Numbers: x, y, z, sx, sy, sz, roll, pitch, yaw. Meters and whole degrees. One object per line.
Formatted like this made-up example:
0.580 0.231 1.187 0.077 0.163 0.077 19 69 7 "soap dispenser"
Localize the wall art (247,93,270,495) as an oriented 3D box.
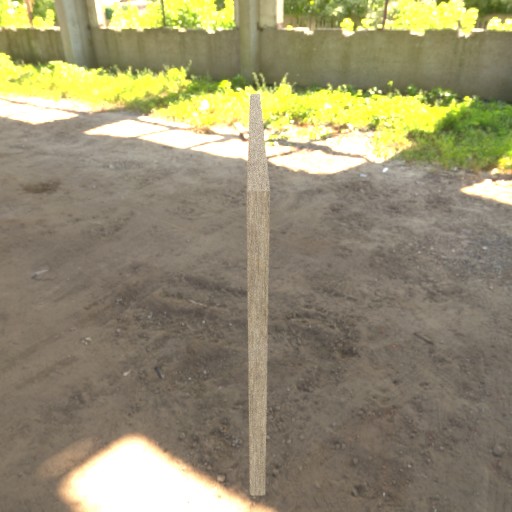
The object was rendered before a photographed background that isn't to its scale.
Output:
0.000 0.000 0.915 0.026 0.535 0.690 0 28 0 "wall art"
